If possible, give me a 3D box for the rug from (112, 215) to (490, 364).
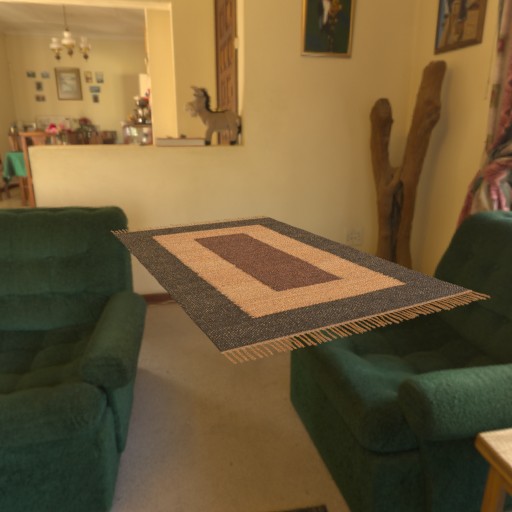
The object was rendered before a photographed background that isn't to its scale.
[{"bbox_3d":[0.000,0.000,1.881,0.920,0.013,1.541,-8,18,-26],"label":"rug"}]
